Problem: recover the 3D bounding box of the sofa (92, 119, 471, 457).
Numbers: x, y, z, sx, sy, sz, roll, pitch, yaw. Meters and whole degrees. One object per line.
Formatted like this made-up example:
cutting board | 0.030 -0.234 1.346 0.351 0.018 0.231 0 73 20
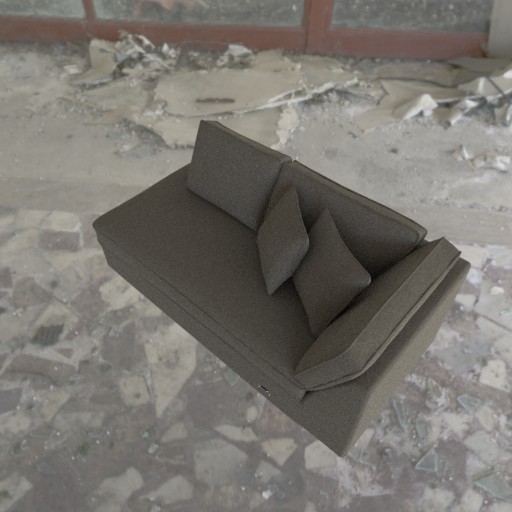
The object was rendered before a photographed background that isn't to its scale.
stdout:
sofa | 0.000 0.000 2.889 2.237 1.033 1.110 33 54 28
